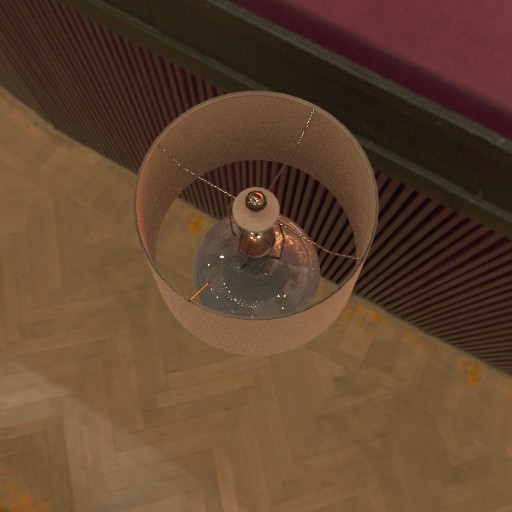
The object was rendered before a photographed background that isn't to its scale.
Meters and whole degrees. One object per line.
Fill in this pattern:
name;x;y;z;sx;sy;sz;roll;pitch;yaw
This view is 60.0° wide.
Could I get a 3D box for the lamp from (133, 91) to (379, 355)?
lamp;0.000;0.000;0.557;0.247;0.387;0.247;0;75;0
